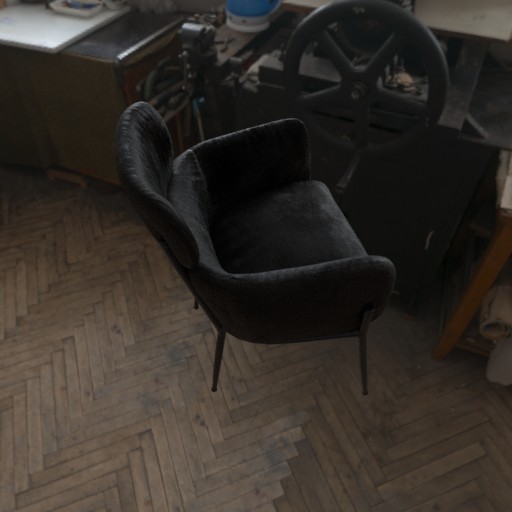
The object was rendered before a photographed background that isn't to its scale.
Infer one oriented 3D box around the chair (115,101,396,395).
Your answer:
[{"bbox_3d":[0.000,0.000,1.256,0.604,0.818,0.640,-11,48,-10],"label":"chair"}]
